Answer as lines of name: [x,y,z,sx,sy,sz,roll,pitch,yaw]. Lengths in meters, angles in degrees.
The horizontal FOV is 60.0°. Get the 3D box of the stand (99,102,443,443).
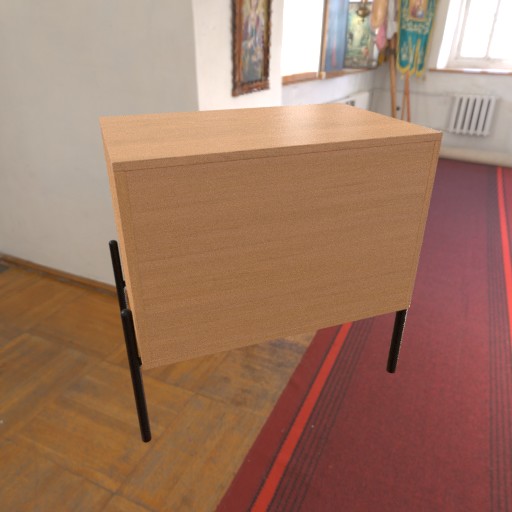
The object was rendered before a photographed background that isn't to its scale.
stand: [0.000,0.000,1.024,0.630,0.600,0.400,-10,29,-18]
